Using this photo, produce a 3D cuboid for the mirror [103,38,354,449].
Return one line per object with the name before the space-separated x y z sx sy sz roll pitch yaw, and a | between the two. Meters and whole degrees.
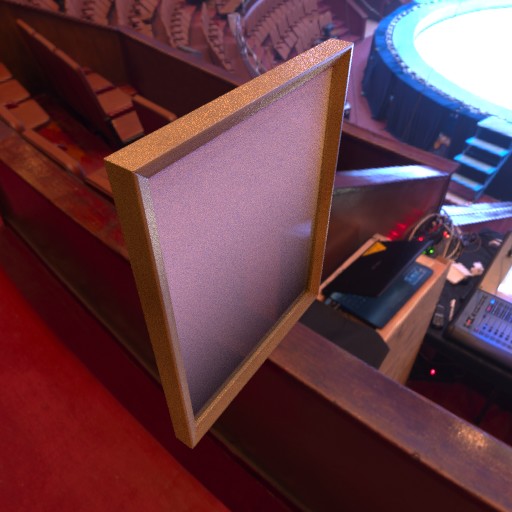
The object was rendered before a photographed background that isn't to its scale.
mirror | 0.000 0.000 0.663 0.041 0.509 0.406 26 48 25
